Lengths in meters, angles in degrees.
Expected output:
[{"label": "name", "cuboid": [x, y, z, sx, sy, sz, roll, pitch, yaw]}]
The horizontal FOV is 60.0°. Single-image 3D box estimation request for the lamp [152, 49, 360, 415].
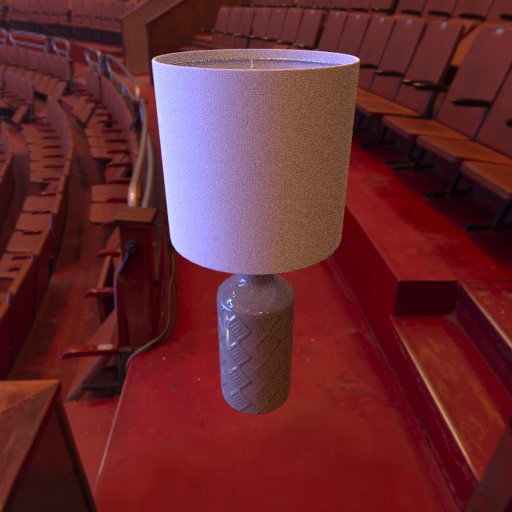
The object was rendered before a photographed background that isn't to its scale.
[{"label": "lamp", "cuboid": [0.000, 0.000, 0.561, 0.207, 0.461, 0.207, -1, 29, -3]}]
